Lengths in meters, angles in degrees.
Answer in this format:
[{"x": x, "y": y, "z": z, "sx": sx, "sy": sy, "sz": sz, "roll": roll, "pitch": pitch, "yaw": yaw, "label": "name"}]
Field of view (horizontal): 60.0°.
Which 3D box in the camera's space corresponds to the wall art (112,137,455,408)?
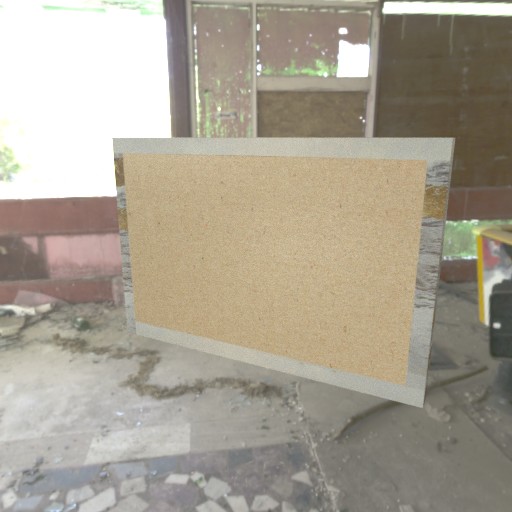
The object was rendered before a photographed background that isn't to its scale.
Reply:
[{"x": 0.000, "y": 0.000, "z": 0.788, "sx": 0.606, "sy": 0.407, "sz": 0.041, "roll": 8, "pitch": 17, "yaw": 26, "label": "wall art"}]
